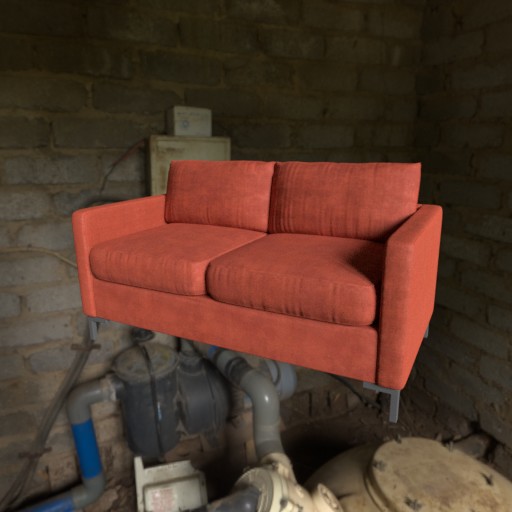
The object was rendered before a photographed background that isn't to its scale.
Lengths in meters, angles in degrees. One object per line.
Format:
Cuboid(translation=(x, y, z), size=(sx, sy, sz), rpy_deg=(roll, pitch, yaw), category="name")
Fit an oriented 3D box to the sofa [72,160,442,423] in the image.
Cuboid(translation=(0.000, 0.000, 2.146), size=(1.574, 0.896, 0.864), rpy_deg=(8, 17, 27), category="sofa")
